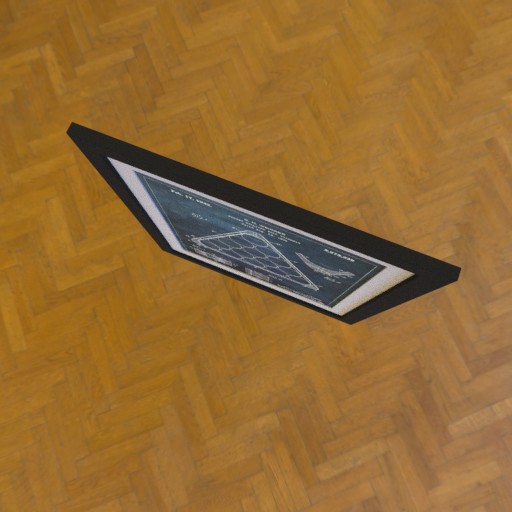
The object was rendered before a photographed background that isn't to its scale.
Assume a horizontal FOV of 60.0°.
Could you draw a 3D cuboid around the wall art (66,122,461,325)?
[{"bbox_3d":[0.000,0.000,0.503,0.311,0.361,0.010,21,77,5],"label":"wall art"}]
